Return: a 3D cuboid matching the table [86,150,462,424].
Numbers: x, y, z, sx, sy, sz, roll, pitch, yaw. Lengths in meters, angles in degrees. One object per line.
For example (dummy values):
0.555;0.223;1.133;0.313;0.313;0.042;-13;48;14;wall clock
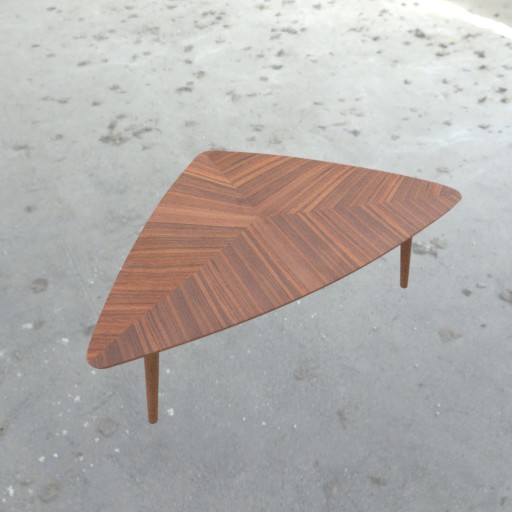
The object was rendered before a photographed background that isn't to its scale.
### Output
0.000;0.000;1.279;1.008;0.365;0.601;-23;51;-21;table
